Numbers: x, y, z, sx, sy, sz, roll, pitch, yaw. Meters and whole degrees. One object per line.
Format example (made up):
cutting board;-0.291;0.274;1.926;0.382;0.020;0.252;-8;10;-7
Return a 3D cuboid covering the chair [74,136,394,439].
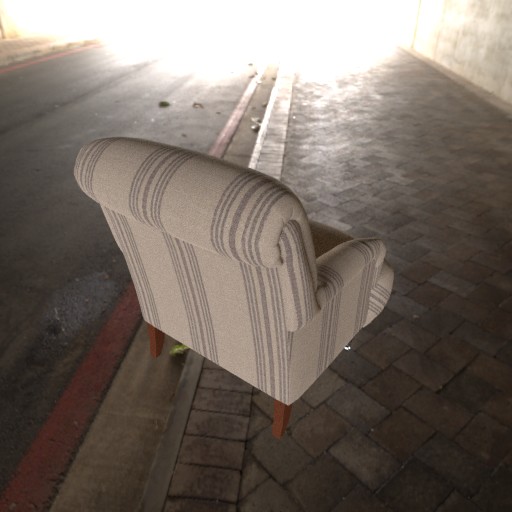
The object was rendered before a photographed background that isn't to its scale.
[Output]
chair;0.000;0.000;1.614;0.813;0.940;0.914;22;37;32
